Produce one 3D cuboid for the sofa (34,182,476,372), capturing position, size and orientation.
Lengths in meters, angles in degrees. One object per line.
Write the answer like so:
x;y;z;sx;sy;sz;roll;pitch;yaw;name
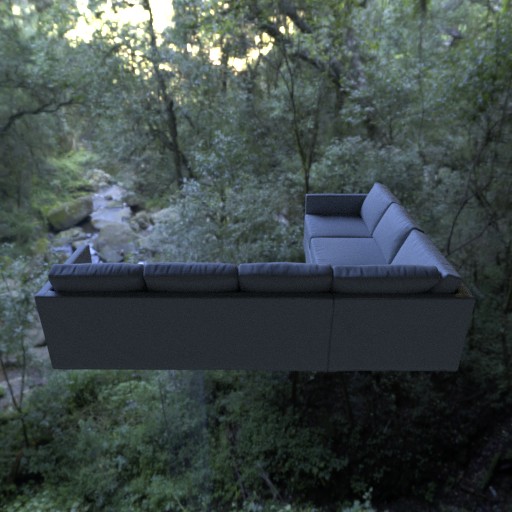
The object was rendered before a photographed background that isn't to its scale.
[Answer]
0.000;0.000;4.354;3.182;0.871;2.432;0;26;1;sofa
